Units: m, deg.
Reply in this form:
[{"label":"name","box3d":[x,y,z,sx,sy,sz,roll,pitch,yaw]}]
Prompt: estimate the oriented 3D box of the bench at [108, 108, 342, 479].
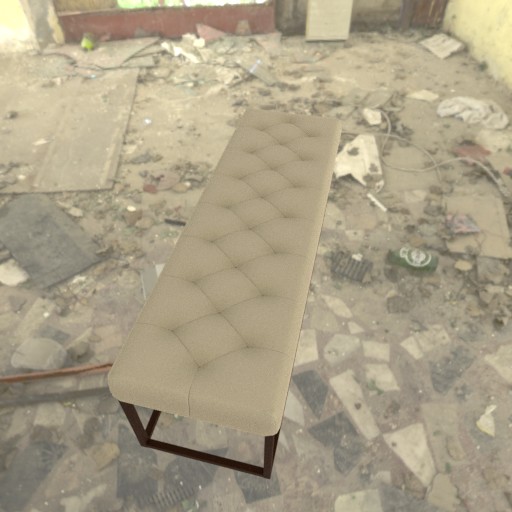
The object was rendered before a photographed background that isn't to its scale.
[{"label":"bench","box3d":[0.000,0.000,1.775,0.479,0.488,1.488,10,47,9]}]
